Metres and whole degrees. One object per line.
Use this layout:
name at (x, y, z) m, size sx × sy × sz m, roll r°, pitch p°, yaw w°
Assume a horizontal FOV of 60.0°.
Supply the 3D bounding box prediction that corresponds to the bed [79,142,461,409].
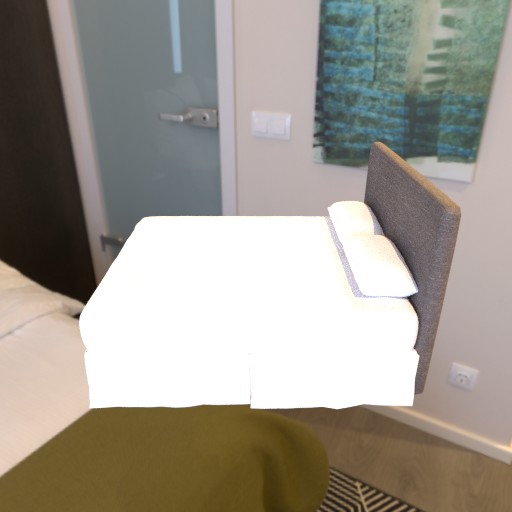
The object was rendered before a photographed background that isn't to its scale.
bed at (0.000, 0.000, 3.238) m, size 2.142 × 1.330 × 1.723 m, roll 0°, pitch 26°, yaw 0°
